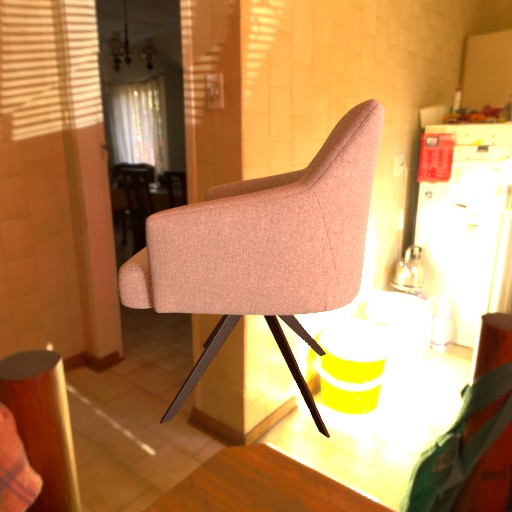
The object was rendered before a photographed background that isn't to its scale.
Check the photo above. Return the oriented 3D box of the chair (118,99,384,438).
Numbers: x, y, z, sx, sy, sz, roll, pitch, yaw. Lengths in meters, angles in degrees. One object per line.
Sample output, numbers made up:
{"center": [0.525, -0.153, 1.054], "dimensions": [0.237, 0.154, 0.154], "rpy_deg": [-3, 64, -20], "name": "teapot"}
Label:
{"center": [0.000, 0.000, 1.354], "dimensions": [0.677, 0.874, 0.642], "rpy_deg": [2, 15, 8], "name": "chair"}
